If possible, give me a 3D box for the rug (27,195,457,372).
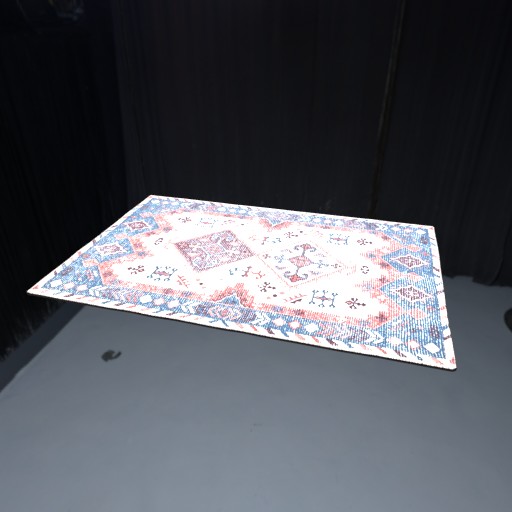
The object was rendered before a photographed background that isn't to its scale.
[{"bbox_3d":[0.000,0.000,2.309,1.840,0.015,1.225,8,31,13],"label":"rug"}]
